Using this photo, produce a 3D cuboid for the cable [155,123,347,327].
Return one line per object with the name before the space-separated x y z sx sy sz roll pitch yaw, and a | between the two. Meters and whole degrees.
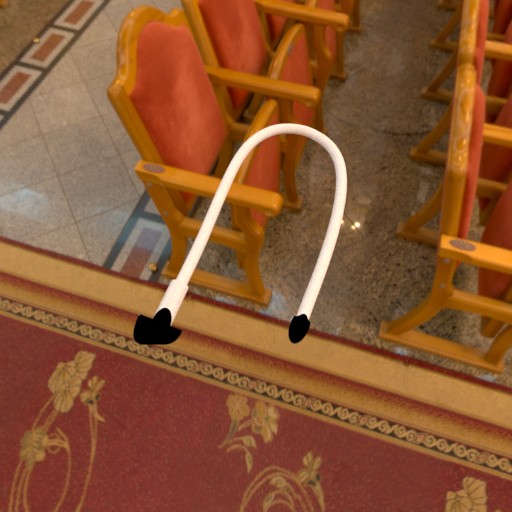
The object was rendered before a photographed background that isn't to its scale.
cable | 0.000 0.000 0.110 0.040 0.006 0.098 15 58 10
